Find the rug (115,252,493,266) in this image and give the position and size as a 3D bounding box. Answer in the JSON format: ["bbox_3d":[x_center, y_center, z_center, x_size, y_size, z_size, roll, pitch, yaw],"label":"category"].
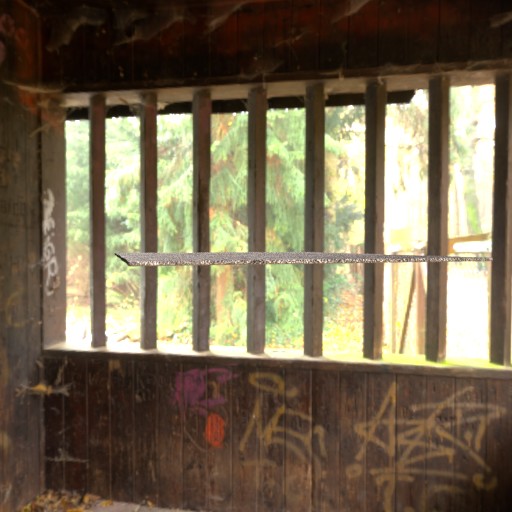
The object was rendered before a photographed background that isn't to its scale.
[{"bbox_3d":[0.000,0.000,4.052,2.401,0.025,3.000,0,1,-19],"label":"rug"}]
